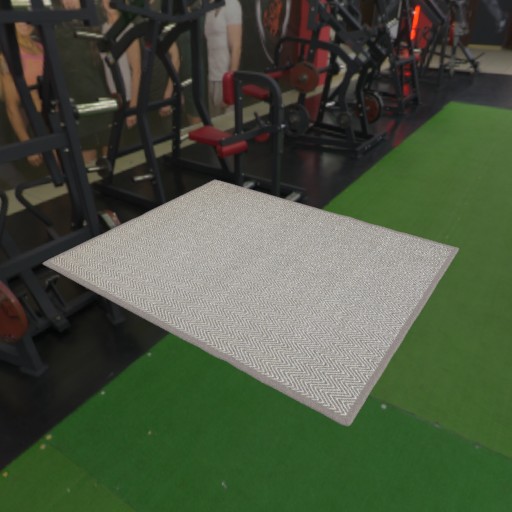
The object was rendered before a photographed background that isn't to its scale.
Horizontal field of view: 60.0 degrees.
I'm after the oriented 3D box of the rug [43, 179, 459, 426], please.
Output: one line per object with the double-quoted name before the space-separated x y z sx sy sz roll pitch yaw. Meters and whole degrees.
"rug" 0.000 0.000 4.100 3.007 0.032 2.434 20 37 29
